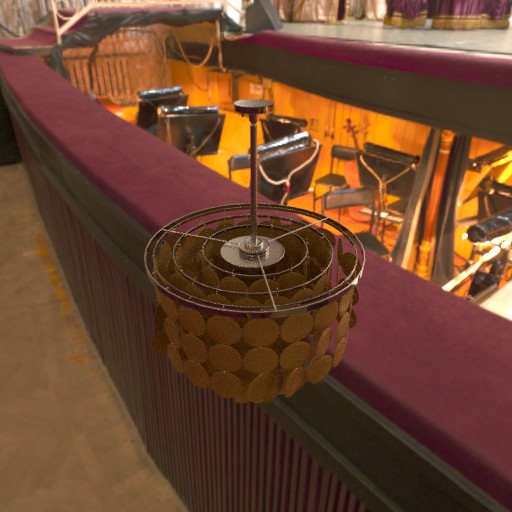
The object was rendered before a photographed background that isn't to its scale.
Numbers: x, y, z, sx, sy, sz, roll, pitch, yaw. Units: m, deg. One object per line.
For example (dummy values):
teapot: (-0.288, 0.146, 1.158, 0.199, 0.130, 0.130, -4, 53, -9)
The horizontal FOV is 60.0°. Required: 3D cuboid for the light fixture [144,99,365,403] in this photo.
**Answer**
light fixture: (0.000, 0.000, 0.737, 0.368, 0.492, 0.368, 0, 30, 0)
